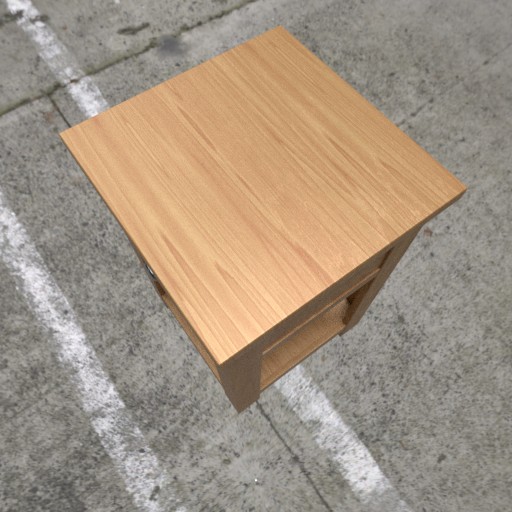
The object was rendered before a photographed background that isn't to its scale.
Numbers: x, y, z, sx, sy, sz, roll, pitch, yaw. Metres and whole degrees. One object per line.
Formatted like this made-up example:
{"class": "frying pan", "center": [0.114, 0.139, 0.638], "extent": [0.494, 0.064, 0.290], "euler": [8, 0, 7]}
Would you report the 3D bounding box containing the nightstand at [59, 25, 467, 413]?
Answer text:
{"class": "nightstand", "center": [0.000, 0.000, 0.910], "extent": [0.418, 0.614, 0.428], "euler": [-33, 68, -15]}
